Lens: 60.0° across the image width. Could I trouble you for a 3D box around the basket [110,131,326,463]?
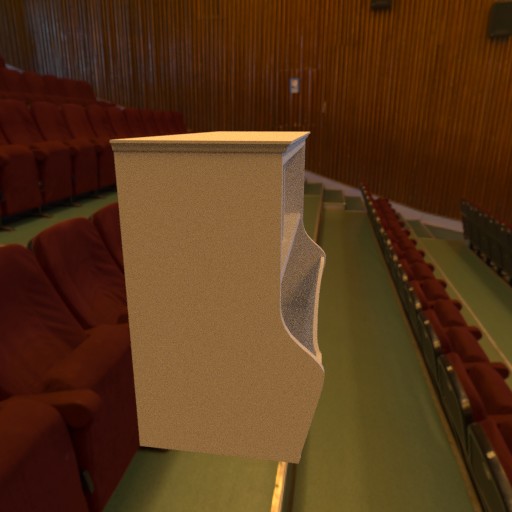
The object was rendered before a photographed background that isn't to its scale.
[{"bbox_3d":[0.000,0.000,1.183,0.376,0.625,0.792,3,17,8],"label":"basket"}]
